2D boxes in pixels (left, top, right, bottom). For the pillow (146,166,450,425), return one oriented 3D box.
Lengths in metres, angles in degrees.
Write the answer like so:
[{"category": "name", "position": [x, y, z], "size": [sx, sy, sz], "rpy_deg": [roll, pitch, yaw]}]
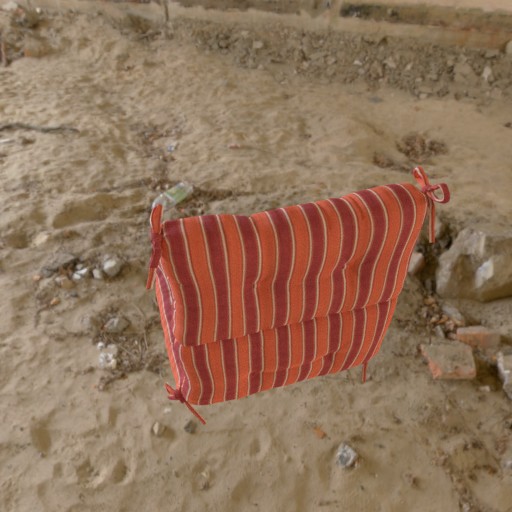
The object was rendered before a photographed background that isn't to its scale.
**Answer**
[{"category": "pillow", "position": [0.000, 0.000, 1.031], "size": [0.519, 0.605, 0.571], "rpy_deg": [-11, 41, -13]}]
